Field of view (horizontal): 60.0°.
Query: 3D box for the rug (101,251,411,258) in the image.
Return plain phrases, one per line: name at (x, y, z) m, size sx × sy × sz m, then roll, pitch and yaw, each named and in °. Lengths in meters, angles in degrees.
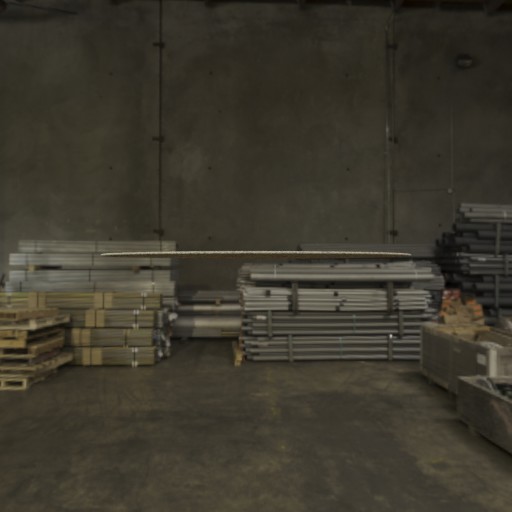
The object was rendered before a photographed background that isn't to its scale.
rug at (0.000, 0.000, 2.418) m, size 1.598 × 0.010 × 1.598 m, roll 0°, pitch -1°, yaw 0°
